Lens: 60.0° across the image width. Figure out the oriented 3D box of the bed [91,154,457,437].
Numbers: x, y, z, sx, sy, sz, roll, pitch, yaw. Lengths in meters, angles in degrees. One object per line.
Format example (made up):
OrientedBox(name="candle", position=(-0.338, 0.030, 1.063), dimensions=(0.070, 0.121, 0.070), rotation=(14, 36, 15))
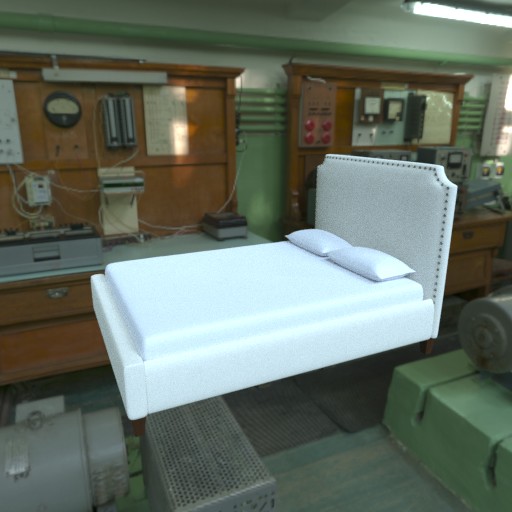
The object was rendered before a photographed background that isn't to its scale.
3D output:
OrientedBox(name="bed", position=(0.000, 0.000, 3.508), dimensions=(2.372, 1.443, 1.712), rotation=(-8, 18, -24))
